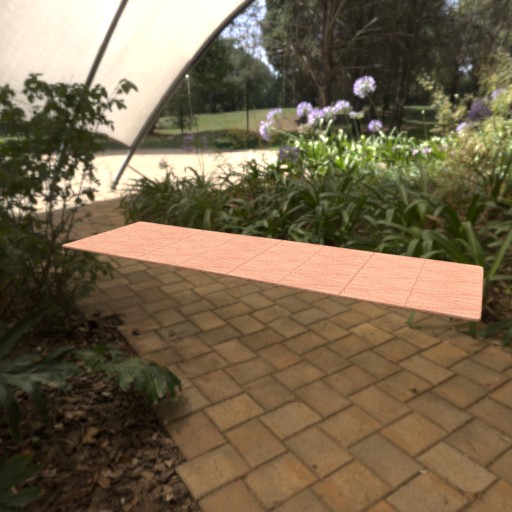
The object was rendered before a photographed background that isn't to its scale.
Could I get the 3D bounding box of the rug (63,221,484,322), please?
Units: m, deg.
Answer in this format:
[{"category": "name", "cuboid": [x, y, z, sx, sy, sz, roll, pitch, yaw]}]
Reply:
[{"category": "rug", "cuboid": [0.000, 0.000, 2.645, 2.435, 0.015, 0.760, 9, 20, 25]}]
